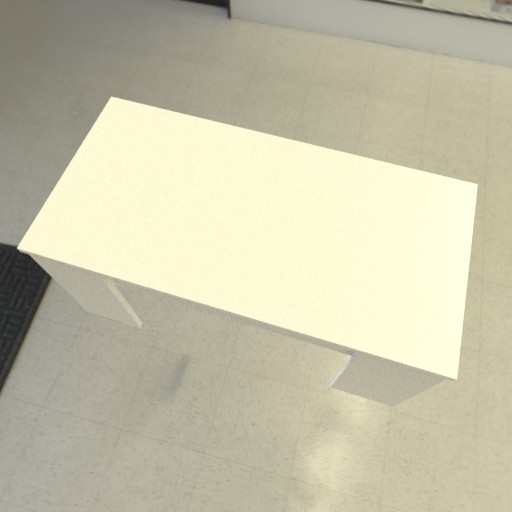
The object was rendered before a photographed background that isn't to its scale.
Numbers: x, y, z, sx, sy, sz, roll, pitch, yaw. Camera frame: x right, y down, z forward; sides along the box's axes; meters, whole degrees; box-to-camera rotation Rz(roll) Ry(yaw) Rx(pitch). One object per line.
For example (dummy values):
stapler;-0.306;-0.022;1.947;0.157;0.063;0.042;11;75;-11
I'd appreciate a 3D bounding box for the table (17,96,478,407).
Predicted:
table;0.000;0.000;1.258;1.000;0.440;0.500;16;65;8
